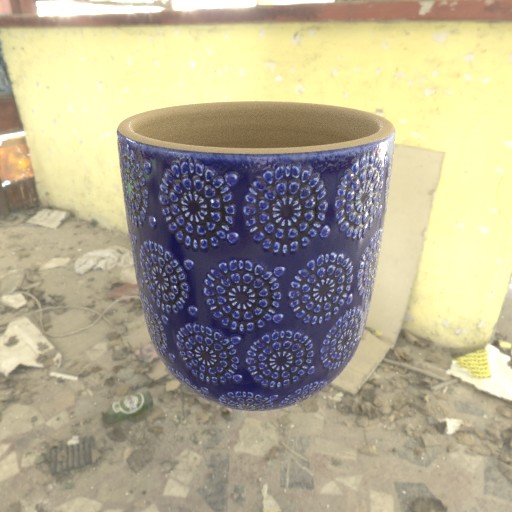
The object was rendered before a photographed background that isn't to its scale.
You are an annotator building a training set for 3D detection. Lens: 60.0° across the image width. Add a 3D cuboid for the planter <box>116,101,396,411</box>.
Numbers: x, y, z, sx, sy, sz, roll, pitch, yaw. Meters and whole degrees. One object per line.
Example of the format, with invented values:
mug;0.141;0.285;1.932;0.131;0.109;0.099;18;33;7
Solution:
planter;0.000;0.000;0.344;0.184;0.206;0.184;0;27;0
